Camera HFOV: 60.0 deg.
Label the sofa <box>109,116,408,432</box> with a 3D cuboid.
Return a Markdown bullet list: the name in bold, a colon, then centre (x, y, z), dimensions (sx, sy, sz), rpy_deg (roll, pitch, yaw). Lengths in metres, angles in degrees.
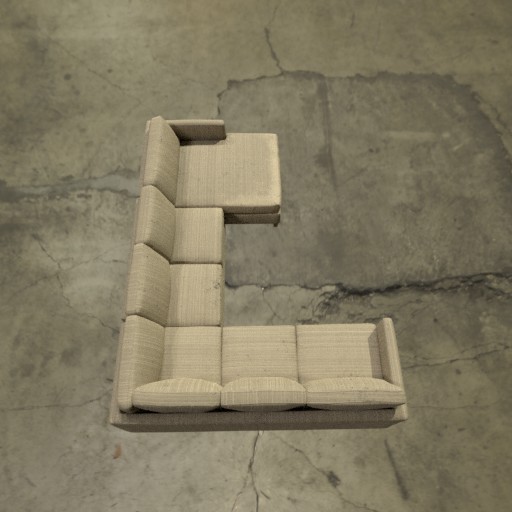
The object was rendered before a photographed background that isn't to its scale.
- **sofa**: centre (0.000, 0.000, 4.759), dimensions (2.594, 0.961, 3.460), rpy_deg (-1, 63, 0)
